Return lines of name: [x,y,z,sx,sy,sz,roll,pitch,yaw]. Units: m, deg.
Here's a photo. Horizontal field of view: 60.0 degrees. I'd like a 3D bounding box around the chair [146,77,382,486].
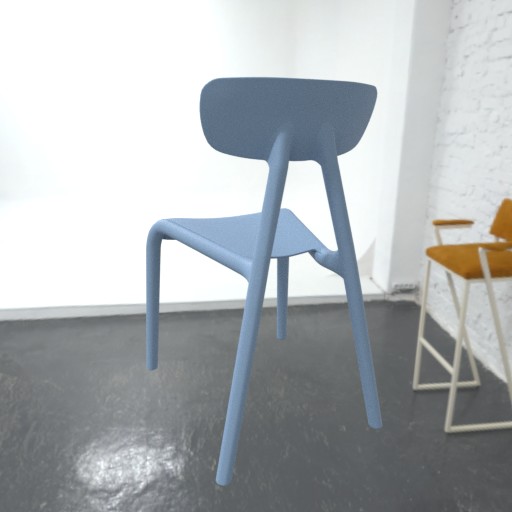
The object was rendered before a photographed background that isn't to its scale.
chair: [0.000,0.000,0.821,0.356,0.580,0.401,-8,18,-25]
